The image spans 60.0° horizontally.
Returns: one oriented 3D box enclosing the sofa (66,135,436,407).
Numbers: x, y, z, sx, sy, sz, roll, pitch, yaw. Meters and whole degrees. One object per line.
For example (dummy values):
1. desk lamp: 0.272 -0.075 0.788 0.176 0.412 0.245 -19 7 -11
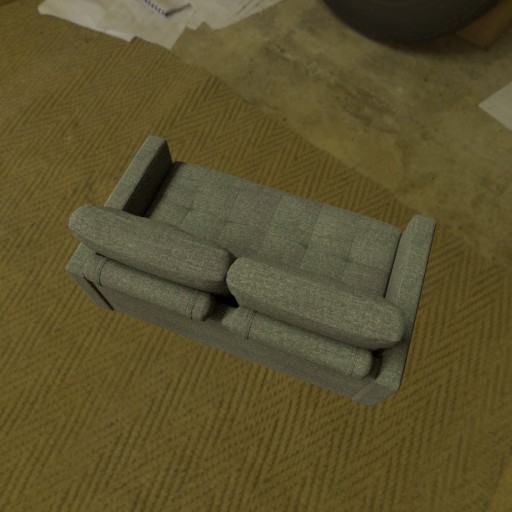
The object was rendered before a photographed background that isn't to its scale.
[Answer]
1. sofa: 0.000 0.000 1.980 1.407 0.907 0.842 18 65 9
